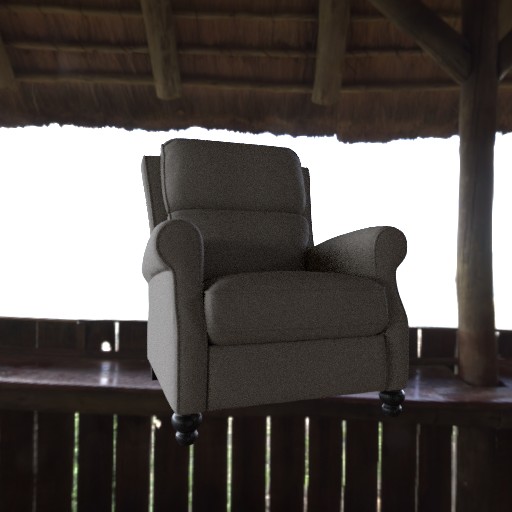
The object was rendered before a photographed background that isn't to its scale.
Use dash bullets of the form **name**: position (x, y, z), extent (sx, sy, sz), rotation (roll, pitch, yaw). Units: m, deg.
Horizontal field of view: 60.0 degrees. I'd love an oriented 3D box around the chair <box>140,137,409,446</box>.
- **chair**: position (0.000, 0.000, 1.713), extent (0.859, 1.046, 0.919), rotation (0, 0, -19)
